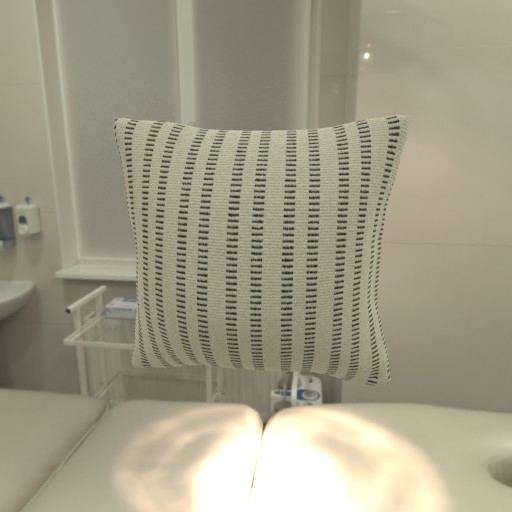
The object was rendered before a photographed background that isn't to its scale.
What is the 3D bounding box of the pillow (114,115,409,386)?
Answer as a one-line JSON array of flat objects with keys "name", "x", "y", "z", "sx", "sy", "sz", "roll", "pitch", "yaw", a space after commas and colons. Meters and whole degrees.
[{"name": "pillow", "x": 0.000, "y": 0.000, "z": 0.695, "sx": 0.438, "sy": 0.419, "sz": 0.247, "roll": 2, "pitch": 14, "yaw": 8}]
